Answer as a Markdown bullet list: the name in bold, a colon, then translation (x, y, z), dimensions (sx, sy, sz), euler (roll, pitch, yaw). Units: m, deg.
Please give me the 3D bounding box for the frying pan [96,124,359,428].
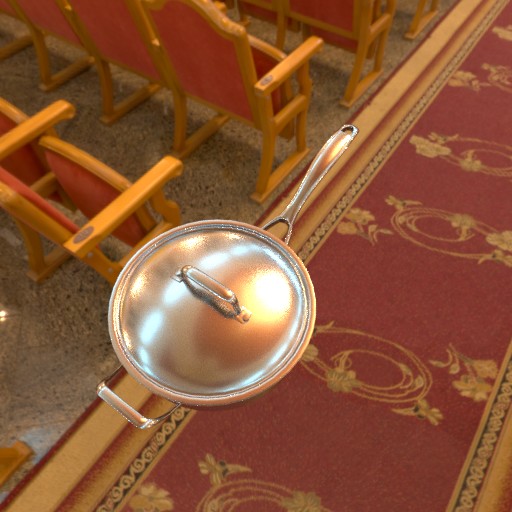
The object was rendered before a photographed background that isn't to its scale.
- **frying pan**: translation (0.000, 0.000, 0.577), dimensions (0.245, 0.111, 0.492), euler (31, 61, 19)
